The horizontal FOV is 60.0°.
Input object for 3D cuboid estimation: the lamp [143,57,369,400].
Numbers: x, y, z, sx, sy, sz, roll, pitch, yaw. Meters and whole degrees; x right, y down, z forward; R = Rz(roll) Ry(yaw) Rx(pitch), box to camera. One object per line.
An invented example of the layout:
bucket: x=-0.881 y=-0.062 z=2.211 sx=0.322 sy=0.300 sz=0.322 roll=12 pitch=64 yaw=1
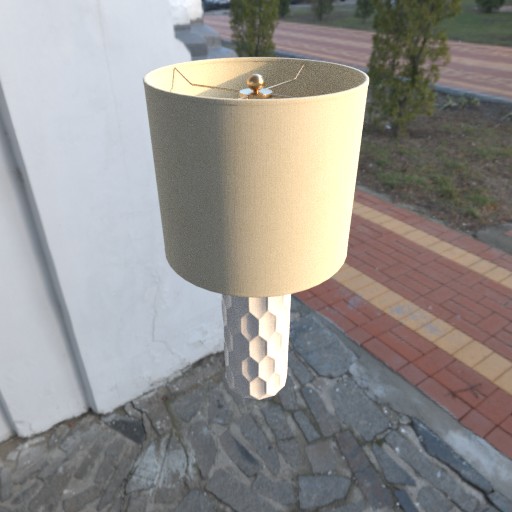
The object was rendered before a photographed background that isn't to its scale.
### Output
lamp: x=0.000 y=0.000 z=0.696 sx=0.277 sy=0.537 sz=0.277 roll=-11 pitch=34 yaw=-16
